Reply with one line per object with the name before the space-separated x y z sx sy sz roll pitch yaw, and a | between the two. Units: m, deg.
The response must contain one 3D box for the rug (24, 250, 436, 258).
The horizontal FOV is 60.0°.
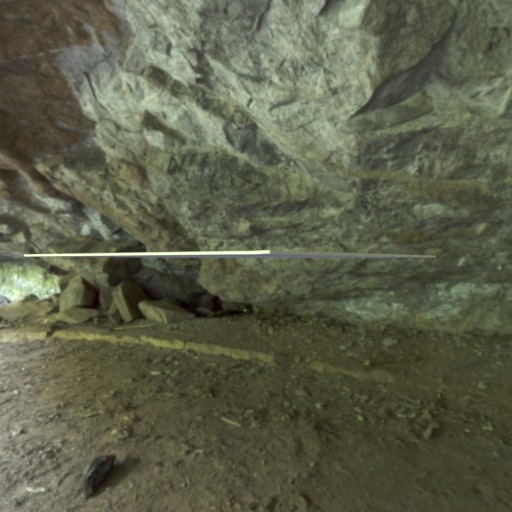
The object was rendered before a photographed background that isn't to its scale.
rug | 0.000 0.000 4.073 2.407 0.020 3.051 0 -1 36
